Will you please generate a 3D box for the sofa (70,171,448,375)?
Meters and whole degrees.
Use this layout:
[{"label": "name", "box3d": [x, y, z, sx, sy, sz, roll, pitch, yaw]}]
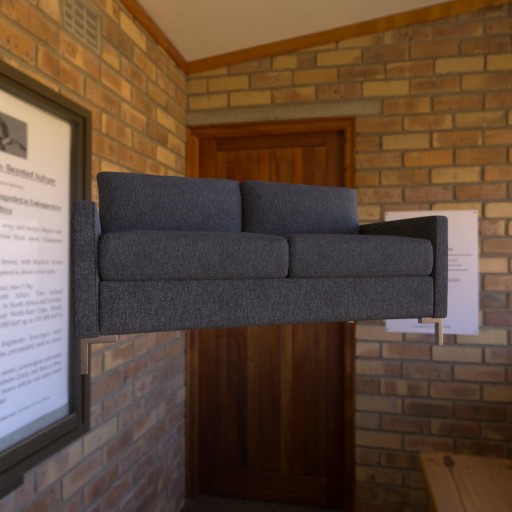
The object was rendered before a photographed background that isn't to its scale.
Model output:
[{"label": "sofa", "box3d": [0.000, 0.000, 2.244, 1.716, 0.862, 0.866, 0, 0, -20]}]
